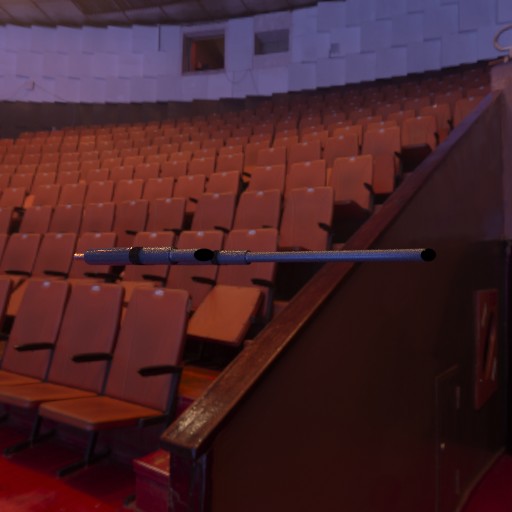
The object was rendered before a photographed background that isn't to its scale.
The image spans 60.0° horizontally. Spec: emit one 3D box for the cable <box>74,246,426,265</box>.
[{"bbox_3d":[0.000,0.000,0.111,0.098,0.005,0.041,-1,-2,36],"label":"cable"}]
